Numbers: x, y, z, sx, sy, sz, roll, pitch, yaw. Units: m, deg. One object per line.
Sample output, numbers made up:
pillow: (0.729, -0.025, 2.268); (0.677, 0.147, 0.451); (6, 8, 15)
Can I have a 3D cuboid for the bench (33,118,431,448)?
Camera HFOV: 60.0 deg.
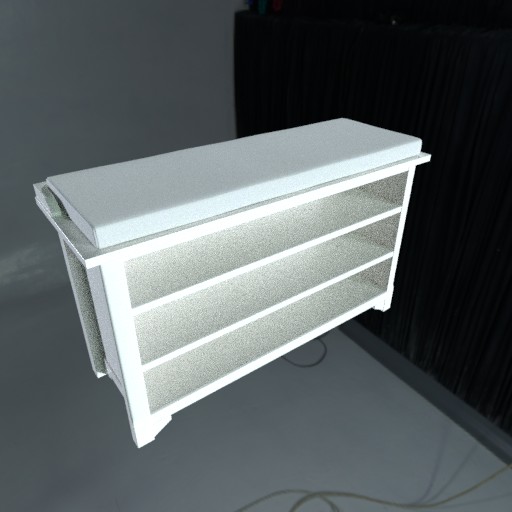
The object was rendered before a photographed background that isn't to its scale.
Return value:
bench: (0.000, 0.000, 1.259); (0.987, 0.589, 0.346); (-20, 36, -31)
